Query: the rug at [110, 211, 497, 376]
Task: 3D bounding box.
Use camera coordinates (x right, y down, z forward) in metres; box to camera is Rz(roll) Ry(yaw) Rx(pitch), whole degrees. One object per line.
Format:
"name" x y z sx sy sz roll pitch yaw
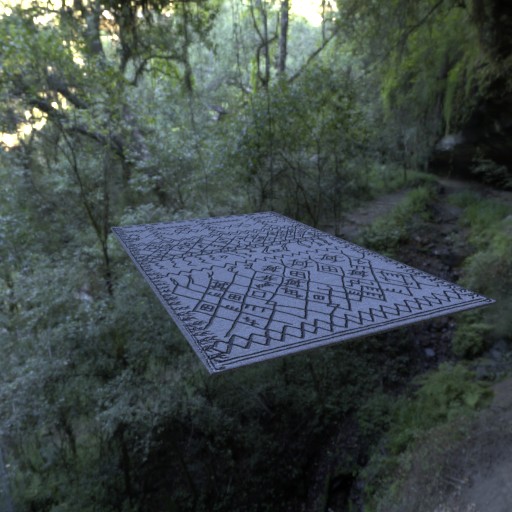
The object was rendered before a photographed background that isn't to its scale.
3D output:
"rug" 0.000 0.000 2.963 1.526 0.012 2.444 -8 19 -24
